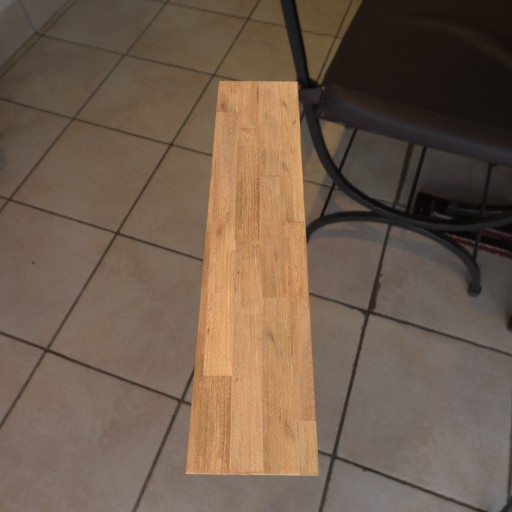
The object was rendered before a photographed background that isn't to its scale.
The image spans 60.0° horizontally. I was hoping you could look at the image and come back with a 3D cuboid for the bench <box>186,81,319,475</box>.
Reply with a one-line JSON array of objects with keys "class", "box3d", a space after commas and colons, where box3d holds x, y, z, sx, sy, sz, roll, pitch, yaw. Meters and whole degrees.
[{"class": "bench", "box3d": [0.000, 0.000, 1.874, 0.378, 0.431, 1.698, 1, 59, 0]}]
